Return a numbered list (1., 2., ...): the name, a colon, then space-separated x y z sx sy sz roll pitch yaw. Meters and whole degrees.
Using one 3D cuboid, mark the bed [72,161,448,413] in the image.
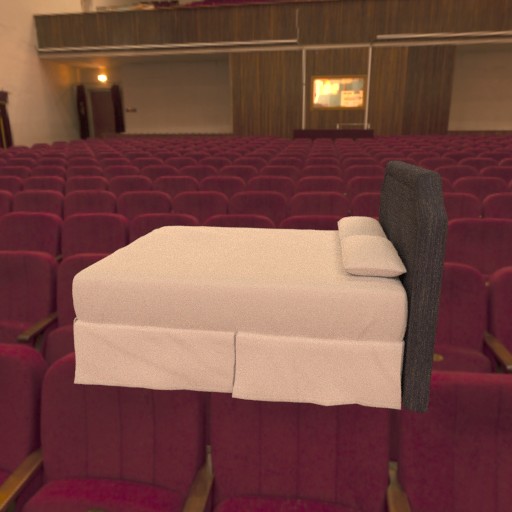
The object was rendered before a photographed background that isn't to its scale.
1. bed: 0.000 0.000 3.163 2.116 1.290 1.693 2 15 8
